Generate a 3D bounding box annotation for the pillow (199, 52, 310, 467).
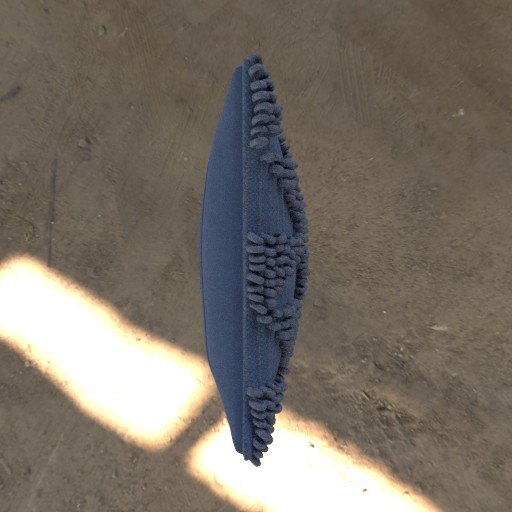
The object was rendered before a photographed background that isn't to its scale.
[{"bbox_3d":[0.000,0.000,0.715,0.172,0.466,0.469,0,92,0],"label":"pillow"}]
